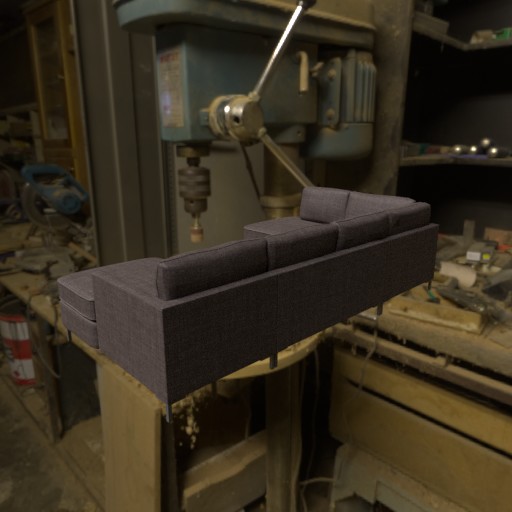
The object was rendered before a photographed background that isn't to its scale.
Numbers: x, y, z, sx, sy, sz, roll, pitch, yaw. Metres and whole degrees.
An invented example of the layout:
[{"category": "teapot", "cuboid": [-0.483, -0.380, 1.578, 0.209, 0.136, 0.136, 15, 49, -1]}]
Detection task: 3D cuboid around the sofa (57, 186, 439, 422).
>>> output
[{"category": "sofa", "cuboid": [0.000, 0.000, 4.296, 3.423, 0.999, 2.048, -14, 21, -41]}]
